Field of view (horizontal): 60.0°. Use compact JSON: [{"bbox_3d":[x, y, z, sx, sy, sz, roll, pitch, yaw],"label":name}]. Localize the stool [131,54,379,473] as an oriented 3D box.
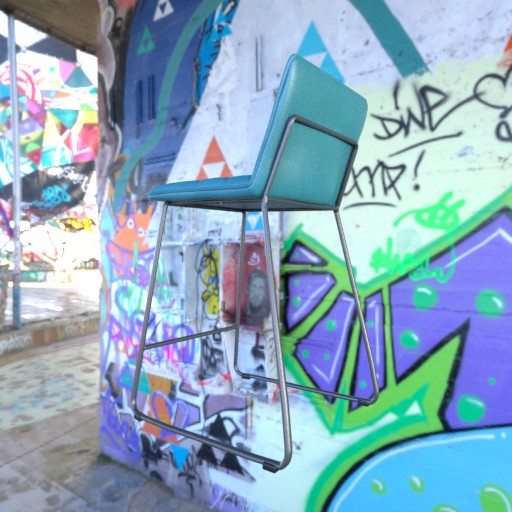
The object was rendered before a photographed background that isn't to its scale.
[{"bbox_3d":[0.000,0.000,1.220,0.524,0.866,0.489,1,2,37],"label":"stool"}]
